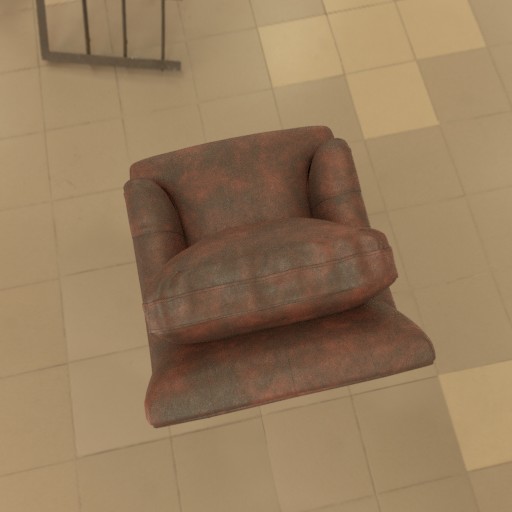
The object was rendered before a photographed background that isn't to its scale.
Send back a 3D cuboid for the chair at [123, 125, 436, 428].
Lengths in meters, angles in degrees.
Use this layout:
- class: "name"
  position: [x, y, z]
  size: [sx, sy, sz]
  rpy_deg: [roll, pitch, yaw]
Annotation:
- class: "chair"
  position: [0.000, 0.000, 1.908]
  size: [0.987, 1.051, 1.156]
  rpy_deg: [-12, 75, -3]
